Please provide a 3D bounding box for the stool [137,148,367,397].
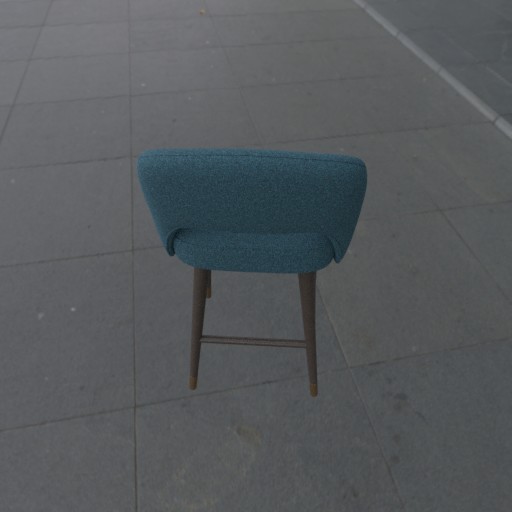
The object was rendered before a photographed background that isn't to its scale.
[{"bbox_3d":[0.000,0.000,1.342,0.536,1.032,0.522,2,46,2],"label":"stool"}]
